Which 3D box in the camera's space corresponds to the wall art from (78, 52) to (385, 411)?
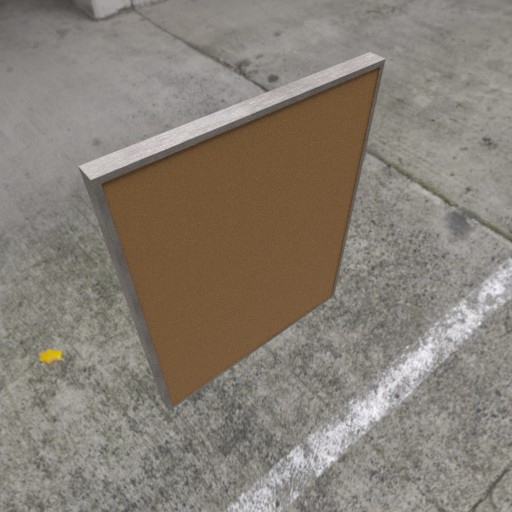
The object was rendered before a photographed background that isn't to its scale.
[{"bbox_3d":[0.000,0.000,0.706,0.421,0.521,0.032,-31,54,-25],"label":"wall art"}]
